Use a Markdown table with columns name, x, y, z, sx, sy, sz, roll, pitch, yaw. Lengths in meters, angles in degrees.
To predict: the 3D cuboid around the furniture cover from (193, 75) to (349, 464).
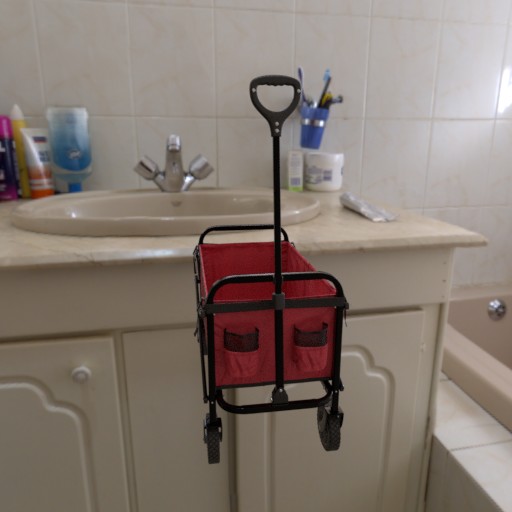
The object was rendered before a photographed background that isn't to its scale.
| name | x | y | z | sx | sy | sz | roll | pitch | yaw |
| --- | --- | --- | --- | --- | --- | --- | --- | --- | --- |
| furniture cover | 0.000 | 0.000 | 1.818 | 0.532 | 1.295 | 1.038 | -2 | 15 | -9 |
